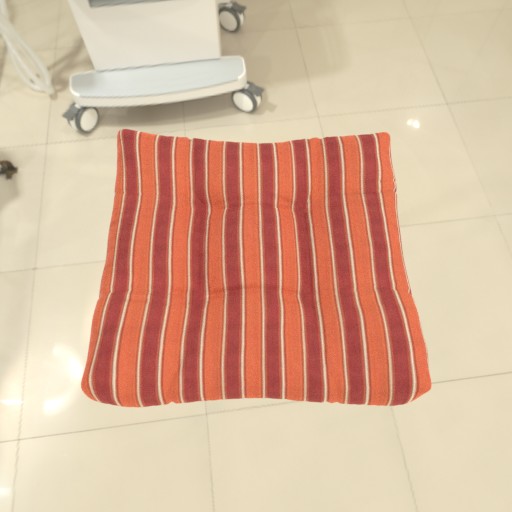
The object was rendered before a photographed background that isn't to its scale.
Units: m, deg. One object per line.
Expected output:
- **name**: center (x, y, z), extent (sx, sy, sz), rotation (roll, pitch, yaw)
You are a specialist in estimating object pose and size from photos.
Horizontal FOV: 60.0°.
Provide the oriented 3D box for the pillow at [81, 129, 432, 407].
- **pillow**: center (0.000, 0.000, 0.722), extent (0.490, 0.133, 0.468), rotation (0, 64, 0)
